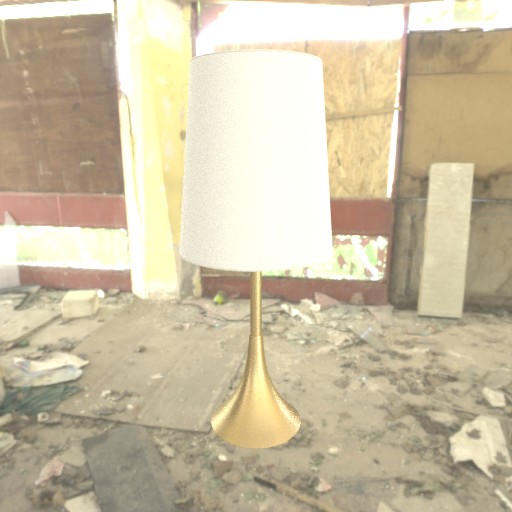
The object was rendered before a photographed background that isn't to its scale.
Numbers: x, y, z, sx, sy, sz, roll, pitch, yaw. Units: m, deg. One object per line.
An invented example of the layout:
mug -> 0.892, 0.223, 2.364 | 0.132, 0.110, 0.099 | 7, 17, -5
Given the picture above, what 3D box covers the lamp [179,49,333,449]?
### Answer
lamp -> 0.000, 0.000, 0.679 | 0.231, 0.569, 0.231 | 0, 14, 0
